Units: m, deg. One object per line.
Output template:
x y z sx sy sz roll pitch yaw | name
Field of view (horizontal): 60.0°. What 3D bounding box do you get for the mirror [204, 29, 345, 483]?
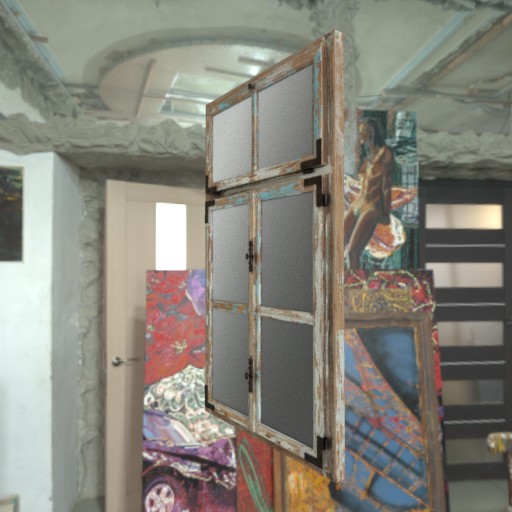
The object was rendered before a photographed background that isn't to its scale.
0.000 0.000 1.469 0.083 1.213 0.707 1 -1 -36 | mirror
